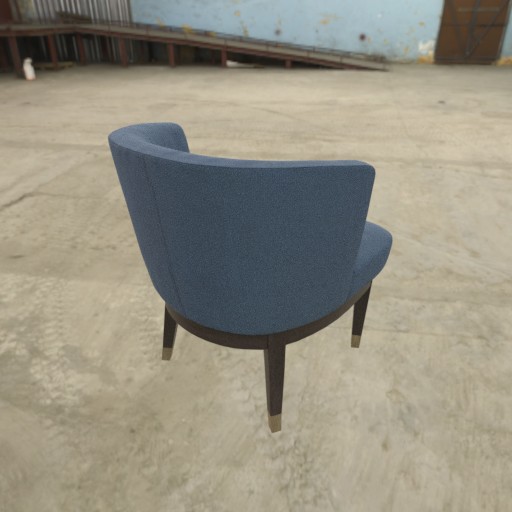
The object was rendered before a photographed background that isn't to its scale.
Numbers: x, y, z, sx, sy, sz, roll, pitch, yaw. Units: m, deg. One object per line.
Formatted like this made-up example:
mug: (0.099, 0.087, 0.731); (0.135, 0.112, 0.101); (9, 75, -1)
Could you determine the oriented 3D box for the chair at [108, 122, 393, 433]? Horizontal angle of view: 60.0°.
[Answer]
chair: (0.000, 0.000, 1.286); (0.661, 0.760, 0.702); (21, 35, 34)
